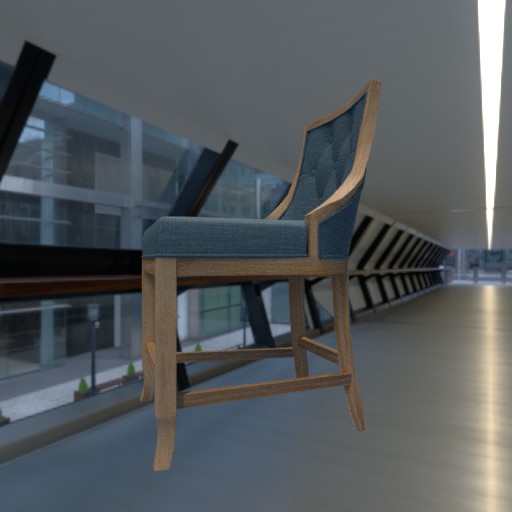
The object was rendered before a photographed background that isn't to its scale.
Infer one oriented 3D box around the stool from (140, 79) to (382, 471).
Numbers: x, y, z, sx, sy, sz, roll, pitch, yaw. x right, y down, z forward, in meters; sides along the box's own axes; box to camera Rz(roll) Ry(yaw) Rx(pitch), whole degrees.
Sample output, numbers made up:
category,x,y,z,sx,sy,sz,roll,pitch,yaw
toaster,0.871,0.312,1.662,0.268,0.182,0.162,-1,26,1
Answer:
category,x,y,z,sx,sy,sz,roll,pitch,yaw
stool,0.000,0.000,1.300,0.626,0.938,0.524,0,0,-18
